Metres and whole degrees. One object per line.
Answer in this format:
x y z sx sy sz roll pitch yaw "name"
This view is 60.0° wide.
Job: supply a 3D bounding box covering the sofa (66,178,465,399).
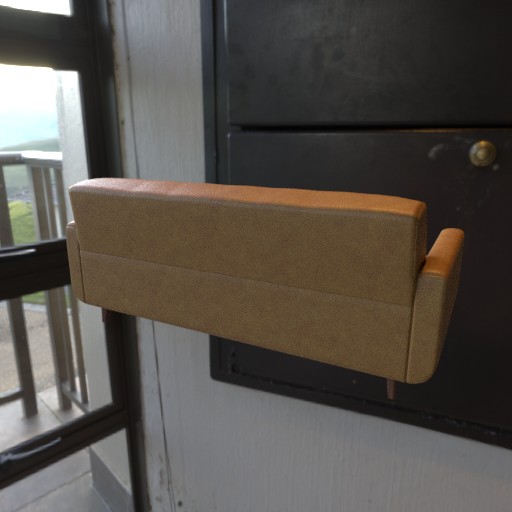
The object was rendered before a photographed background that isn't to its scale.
0.000 0.000 2.586 2.137 0.892 0.980 8 18 27 "sofa"
